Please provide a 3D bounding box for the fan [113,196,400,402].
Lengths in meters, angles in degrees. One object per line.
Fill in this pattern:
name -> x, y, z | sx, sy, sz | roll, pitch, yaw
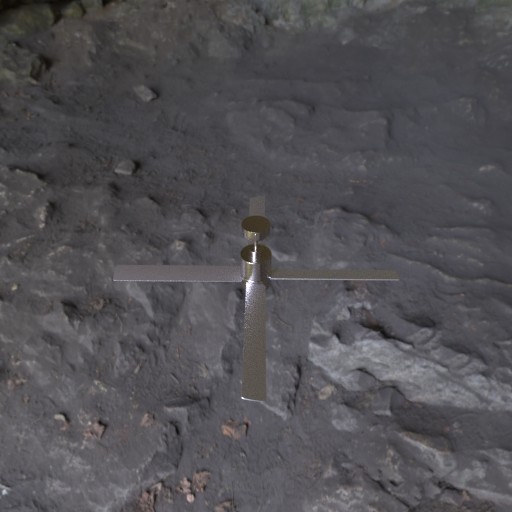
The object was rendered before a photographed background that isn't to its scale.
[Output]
fan -> 0.000, 0.000, 1.992 | 1.322, 0.355, 1.322 | 0, 40, 1
